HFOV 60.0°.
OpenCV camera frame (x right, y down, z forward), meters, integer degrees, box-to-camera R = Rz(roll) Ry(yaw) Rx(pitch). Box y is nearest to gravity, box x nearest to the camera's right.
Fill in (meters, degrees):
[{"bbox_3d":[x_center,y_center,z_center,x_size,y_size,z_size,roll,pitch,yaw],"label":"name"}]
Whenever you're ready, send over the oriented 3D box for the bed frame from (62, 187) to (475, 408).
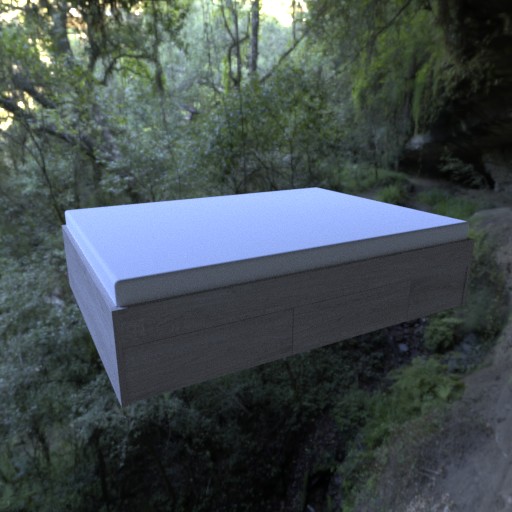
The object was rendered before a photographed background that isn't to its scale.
[{"bbox_3d":[0.000,0.000,2.630,1.944,0.490,1.448,-9,20,-28],"label":"bed frame"}]
